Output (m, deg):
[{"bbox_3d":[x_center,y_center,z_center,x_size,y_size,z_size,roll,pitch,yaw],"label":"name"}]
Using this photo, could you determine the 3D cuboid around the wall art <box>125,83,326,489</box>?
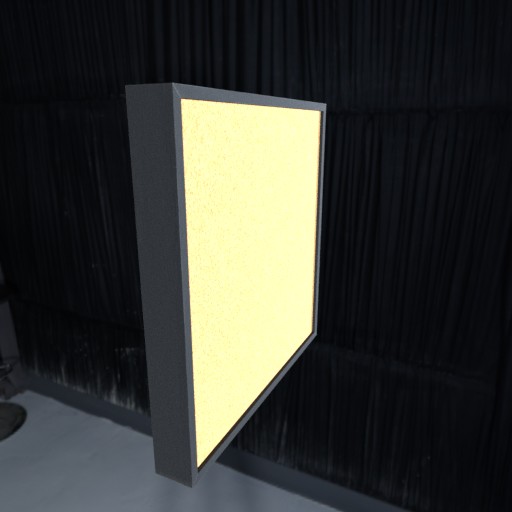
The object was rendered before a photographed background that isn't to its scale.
[{"bbox_3d":[0.000,0.000,0.452,0.037,0.305,0.305,8,18,25],"label":"wall art"}]
